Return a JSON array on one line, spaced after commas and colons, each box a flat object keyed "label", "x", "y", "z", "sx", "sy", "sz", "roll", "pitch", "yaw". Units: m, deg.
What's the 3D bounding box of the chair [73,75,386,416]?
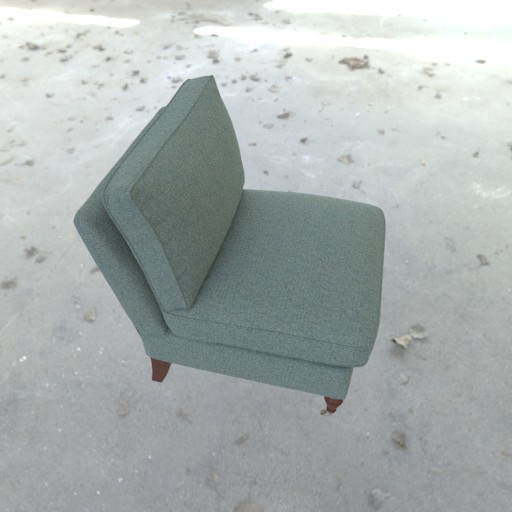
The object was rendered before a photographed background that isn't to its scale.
[{"label": "chair", "x": 0.000, "y": 0.000, "z": 1.440, "sx": 0.796, "sy": 0.901, "sz": 0.624, "roll": 10, "pitch": 47, "yaw": 10}]
